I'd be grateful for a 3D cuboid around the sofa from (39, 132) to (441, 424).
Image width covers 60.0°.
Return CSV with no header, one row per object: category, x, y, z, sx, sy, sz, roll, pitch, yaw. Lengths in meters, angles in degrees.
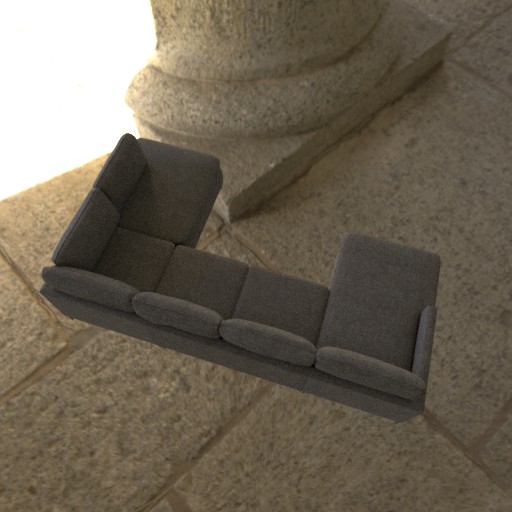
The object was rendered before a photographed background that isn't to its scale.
sofa,0.000,0.000,4.285,3.423,0.999,2.048,16,64,8
